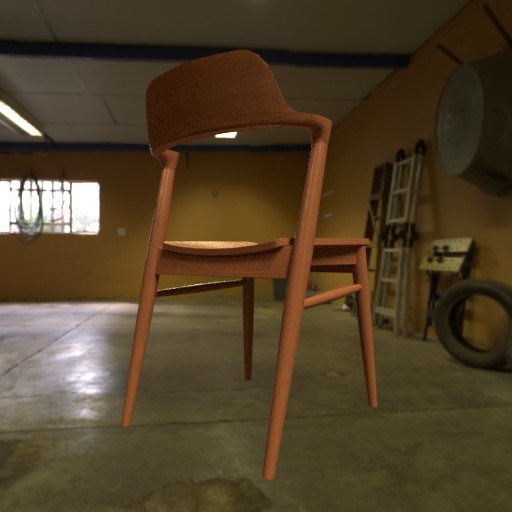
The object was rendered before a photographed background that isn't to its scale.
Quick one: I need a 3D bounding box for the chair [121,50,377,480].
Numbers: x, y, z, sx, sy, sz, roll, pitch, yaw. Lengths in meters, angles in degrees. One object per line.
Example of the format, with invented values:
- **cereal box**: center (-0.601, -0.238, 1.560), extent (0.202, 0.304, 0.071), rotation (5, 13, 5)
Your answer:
- **chair**: center (0.000, 0.000, 1.117), extent (0.496, 0.801, 0.499), rotation (0, 0, 37)
